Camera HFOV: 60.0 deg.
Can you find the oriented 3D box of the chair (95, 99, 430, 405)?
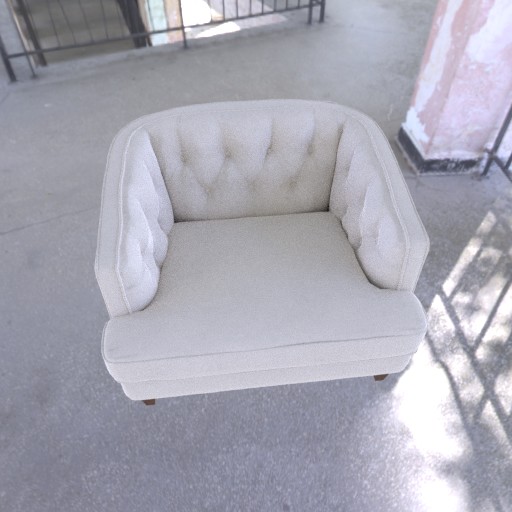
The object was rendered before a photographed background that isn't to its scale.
[{"bbox_3d":[0.000,0.000,1.764,1.104,0.852,0.941,-5,46,-5],"label":"chair"}]
